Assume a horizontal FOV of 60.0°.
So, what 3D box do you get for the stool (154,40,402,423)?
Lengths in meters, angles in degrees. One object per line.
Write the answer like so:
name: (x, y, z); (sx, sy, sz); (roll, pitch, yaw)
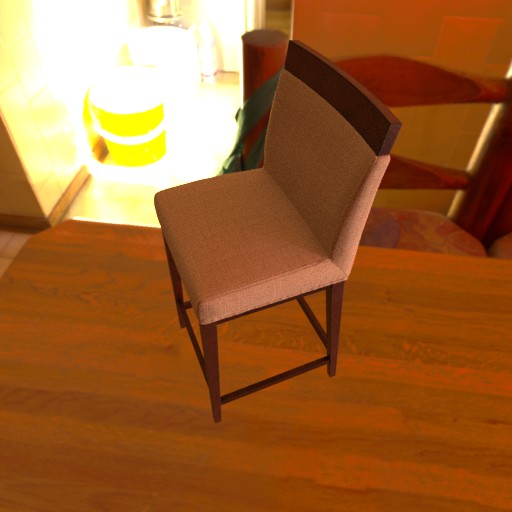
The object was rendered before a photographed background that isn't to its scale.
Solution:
stool: (0.000, 0.000, 1.303); (0.480, 1.011, 0.463); (-17, 49, -15)
